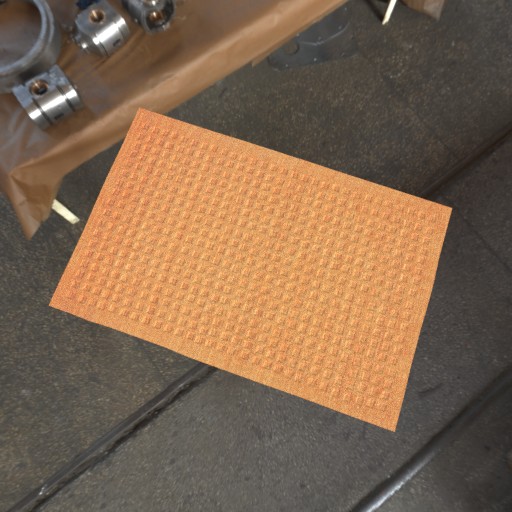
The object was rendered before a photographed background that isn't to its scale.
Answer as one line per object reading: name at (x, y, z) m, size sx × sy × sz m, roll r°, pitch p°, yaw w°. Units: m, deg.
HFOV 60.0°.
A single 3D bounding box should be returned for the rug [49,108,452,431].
rug at (0.000, 0.000, 2.221) m, size 1.747 × 0.006 × 1.143 m, roll 19°, pitch 78°, yaw 4°
